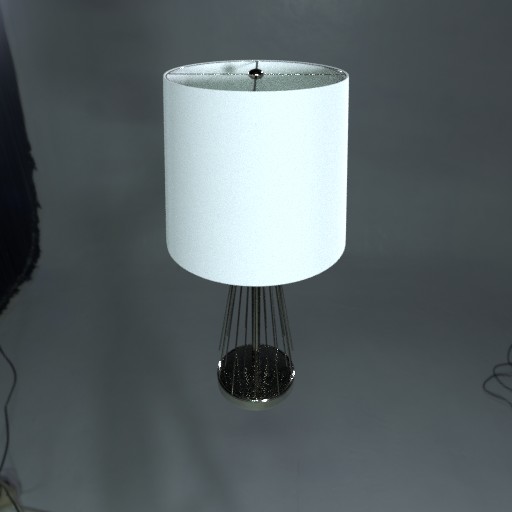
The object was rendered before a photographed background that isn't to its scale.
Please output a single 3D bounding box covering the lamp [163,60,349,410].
[{"bbox_3d":[0.000,0.000,0.785,0.303,0.618,0.303,0,31,0],"label":"lamp"}]
